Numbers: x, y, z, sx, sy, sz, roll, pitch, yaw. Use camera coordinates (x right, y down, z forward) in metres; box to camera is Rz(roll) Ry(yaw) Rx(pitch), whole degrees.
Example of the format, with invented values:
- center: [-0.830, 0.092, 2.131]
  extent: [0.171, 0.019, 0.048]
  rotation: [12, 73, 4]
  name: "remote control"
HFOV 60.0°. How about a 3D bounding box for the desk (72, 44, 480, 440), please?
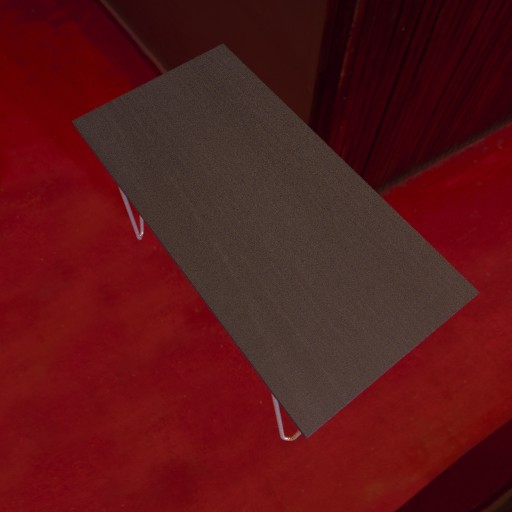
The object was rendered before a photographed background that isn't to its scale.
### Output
- center: [0.000, 0.000, 1.388]
  extent: [0.499, 0.660, 0.991]
  rotation: [-34, 69, -15]
  name: "desk"
